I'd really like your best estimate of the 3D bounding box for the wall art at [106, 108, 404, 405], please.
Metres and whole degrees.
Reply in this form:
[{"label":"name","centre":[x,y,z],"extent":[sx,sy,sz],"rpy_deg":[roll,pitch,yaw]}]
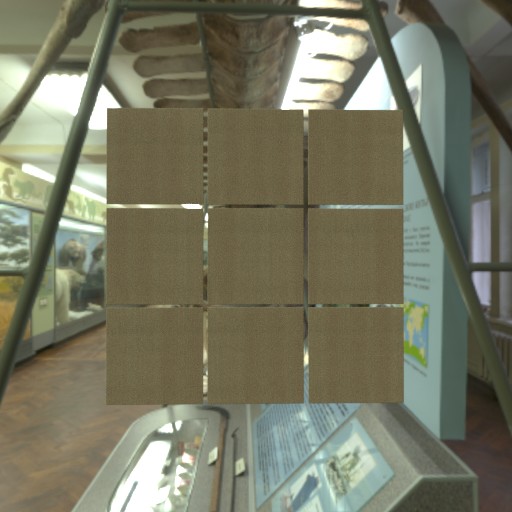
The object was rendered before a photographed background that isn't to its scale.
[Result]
[{"label":"wall art","centre":[0.000,0.000,2.263],"extent":[1.517,1.505,0.002],"rpy_deg":[0,0,-1]}]
